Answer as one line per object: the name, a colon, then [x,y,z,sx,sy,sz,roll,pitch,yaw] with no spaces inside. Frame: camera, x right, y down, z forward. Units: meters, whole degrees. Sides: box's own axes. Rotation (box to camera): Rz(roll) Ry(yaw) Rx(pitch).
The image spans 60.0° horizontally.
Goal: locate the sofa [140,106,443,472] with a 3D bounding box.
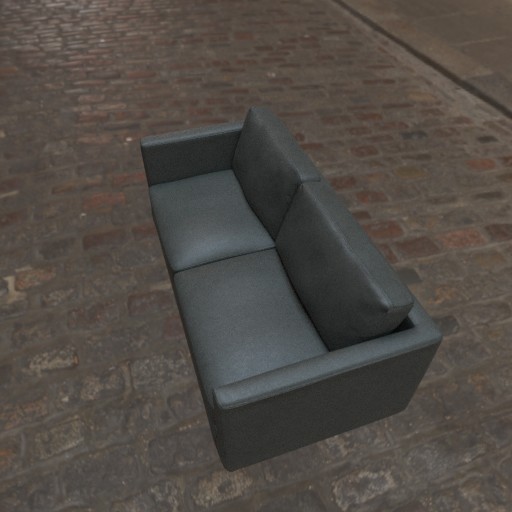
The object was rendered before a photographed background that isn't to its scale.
sofa: [0.000,0.000,2.437,0.951,0.933,1.883,-14,47,-13]
